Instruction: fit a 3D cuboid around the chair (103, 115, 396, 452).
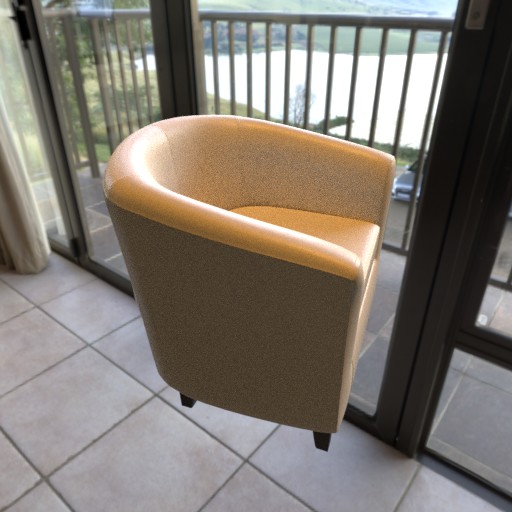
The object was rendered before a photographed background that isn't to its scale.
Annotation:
[{"bbox_3d":[0.000,0.000,1.392,0.727,0.756,0.792,11,32,17],"label":"chair"}]
